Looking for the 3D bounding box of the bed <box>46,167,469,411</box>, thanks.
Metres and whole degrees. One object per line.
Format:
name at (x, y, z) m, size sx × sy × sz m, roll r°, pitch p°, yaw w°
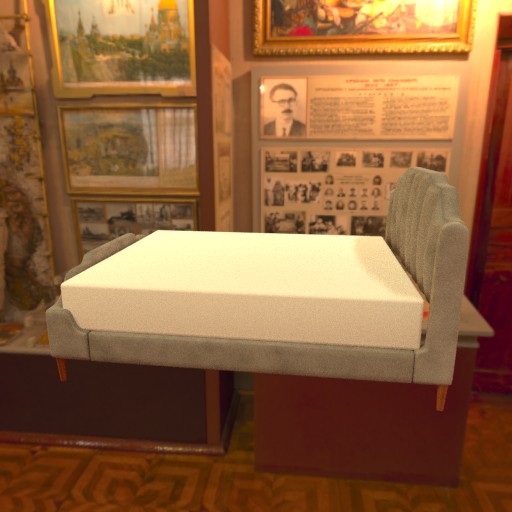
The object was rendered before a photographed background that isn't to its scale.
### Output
bed at (0.000, 0.000, 3.196) m, size 2.340 × 1.245 × 1.676 m, roll 2°, pitch 15°, yaw 8°
